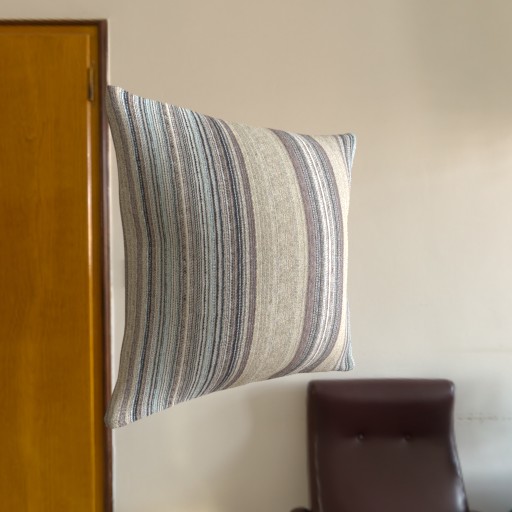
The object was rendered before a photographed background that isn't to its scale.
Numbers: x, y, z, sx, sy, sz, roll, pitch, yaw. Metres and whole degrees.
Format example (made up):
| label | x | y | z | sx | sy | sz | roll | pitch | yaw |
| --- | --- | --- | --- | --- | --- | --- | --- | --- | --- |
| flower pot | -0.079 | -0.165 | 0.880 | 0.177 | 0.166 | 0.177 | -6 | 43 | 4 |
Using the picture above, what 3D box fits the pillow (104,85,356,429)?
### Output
| label | x | y | z | sx | sy | sz | roll | pitch | yaw |
| --- | --- | --- | --- | --- | --- | --- | --- | --- | --- |
| pillow | 0.000 | 0.000 | 0.650 | 0.435 | 0.416 | 0.189 | -1 | 2 | -35 |
